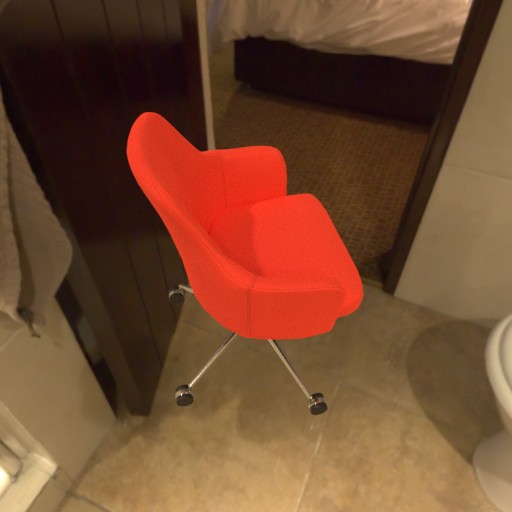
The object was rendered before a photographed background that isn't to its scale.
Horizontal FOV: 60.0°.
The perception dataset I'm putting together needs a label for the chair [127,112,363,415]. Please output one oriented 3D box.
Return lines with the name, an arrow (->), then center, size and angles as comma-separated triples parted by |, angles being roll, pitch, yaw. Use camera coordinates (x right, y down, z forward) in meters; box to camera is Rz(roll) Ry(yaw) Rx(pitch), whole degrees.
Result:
chair -> 0.000, 0.000, 1.278 | 0.600, 0.820, 0.655 | -9, 47, -9
